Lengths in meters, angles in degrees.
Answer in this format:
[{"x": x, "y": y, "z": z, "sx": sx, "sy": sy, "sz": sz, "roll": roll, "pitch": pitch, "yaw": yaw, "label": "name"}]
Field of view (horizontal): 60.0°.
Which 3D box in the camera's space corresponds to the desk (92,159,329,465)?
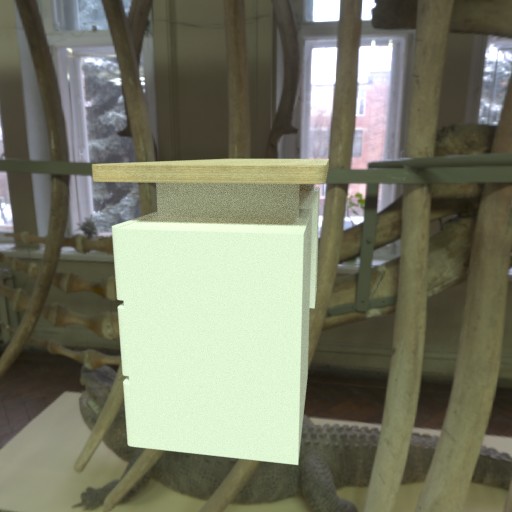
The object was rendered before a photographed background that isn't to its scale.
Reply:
[{"x": 0.000, "y": 0.000, "z": 1.794, "sx": 0.550, "sy": 0.755, "sz": 1.500, "roll": 2, "pitch": 13, "yaw": 9, "label": "desk"}]
